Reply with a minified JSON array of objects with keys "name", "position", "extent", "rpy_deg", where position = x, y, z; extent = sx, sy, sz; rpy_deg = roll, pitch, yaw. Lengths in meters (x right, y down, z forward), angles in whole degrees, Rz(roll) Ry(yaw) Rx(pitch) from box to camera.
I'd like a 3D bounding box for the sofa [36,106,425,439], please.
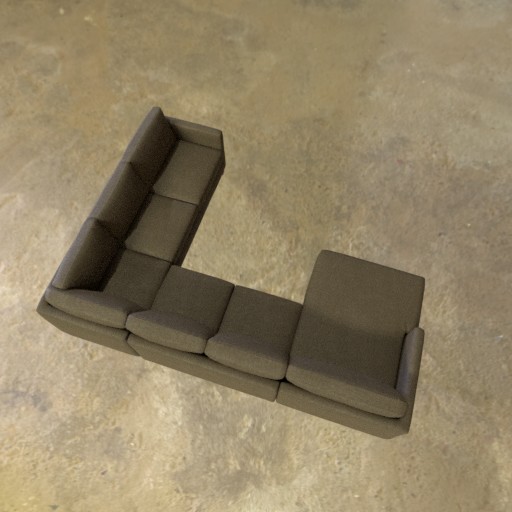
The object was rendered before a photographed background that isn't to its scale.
[{"name":"sofa","position":[0.000,0.000,4.573],"extent":[3.460,0.961,2.594],"rpy_deg":[16,65,8]}]
